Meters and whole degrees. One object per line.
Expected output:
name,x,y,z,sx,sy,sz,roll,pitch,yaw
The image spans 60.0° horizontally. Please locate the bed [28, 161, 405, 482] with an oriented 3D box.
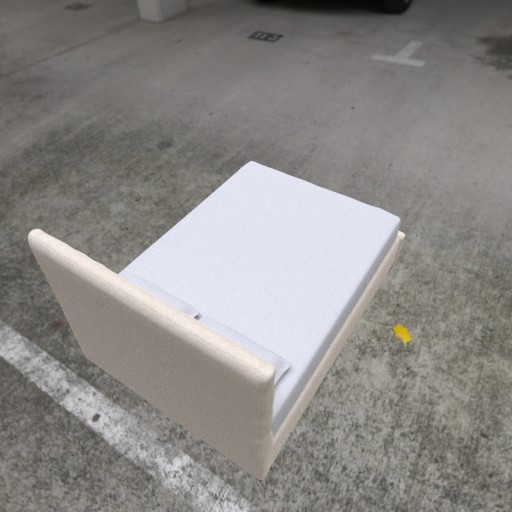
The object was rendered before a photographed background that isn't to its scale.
bed,0.000,0.000,3.440,1.698,1.427,2.387,26,51,23
